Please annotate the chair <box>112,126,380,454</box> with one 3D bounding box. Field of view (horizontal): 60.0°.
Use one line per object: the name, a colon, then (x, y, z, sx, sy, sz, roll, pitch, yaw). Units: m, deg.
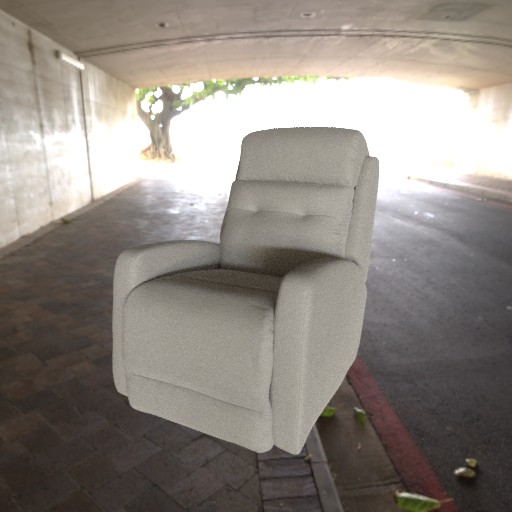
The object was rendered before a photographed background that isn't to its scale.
chair: (0.000, 0.000, 1.773, 0.798, 1.013, 1.043, 8, 17, 27)
